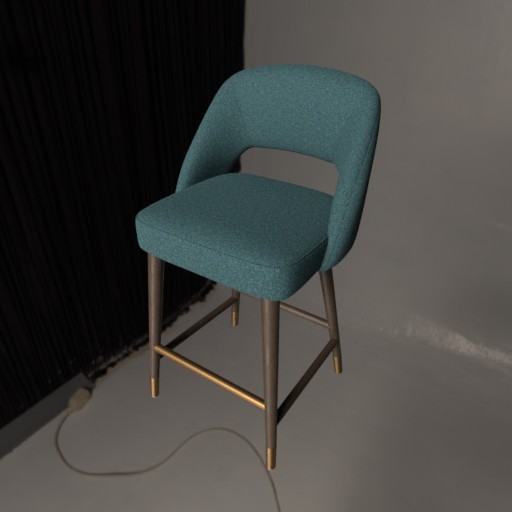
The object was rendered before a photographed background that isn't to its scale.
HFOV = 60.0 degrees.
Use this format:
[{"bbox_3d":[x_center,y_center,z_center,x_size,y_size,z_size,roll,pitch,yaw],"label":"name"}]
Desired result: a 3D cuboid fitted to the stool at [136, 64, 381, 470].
[{"bbox_3d":[0.000,0.000,1.240,0.536,0.939,0.522,19,36,29],"label":"stool"}]
